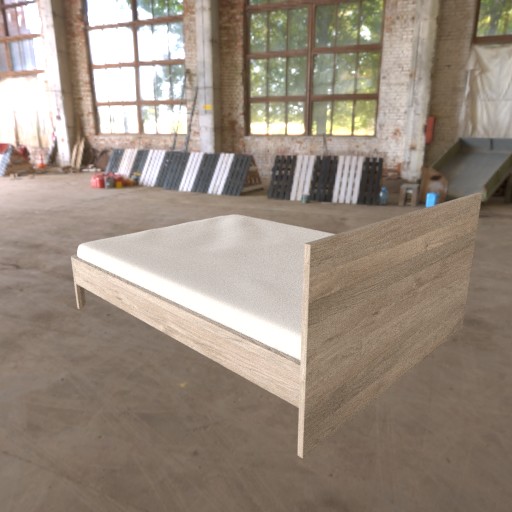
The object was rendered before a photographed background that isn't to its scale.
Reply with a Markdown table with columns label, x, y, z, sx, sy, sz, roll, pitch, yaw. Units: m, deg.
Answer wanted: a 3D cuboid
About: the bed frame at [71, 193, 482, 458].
| label | x | y | z | sx | sy | sz | roll | pitch | yaw |
| --- | --- | --- | --- | --- | --- | --- | --- | --- | --- |
| bed frame | 0.000 | 0.000 | 2.651 | 1.950 | 0.800 | 1.490 | 16 | 23 | 42 |
